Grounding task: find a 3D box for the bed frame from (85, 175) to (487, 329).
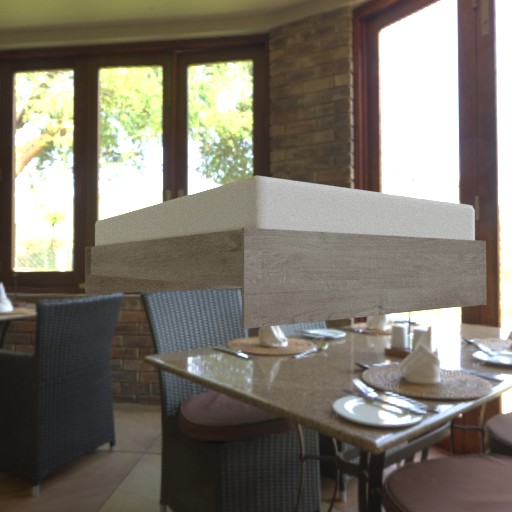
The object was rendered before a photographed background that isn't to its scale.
[{"bbox_3d":[0.000,0.000,2.598,1.445,0.497,1.945,1,-1,-35],"label":"bed frame"}]
